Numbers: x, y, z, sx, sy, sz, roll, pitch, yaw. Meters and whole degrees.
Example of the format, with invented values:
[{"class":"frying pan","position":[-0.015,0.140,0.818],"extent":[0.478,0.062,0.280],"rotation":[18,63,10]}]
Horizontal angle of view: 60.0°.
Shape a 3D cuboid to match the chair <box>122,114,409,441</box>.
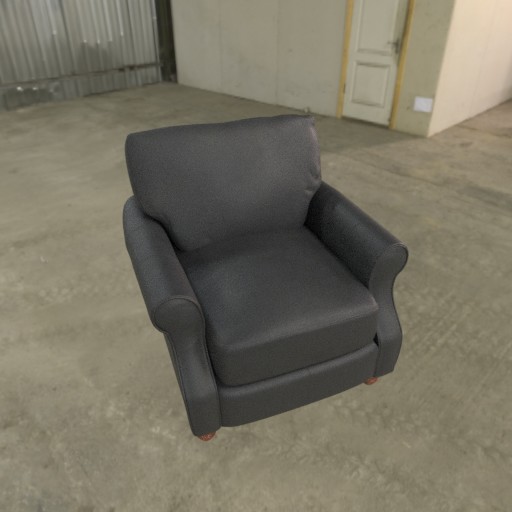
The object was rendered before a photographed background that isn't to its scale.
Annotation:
[{"class":"chair","position":[0.000,0.000,1.828],"extent":[1.015,0.960,1.027],"rotation":[-9,34,-14]}]
